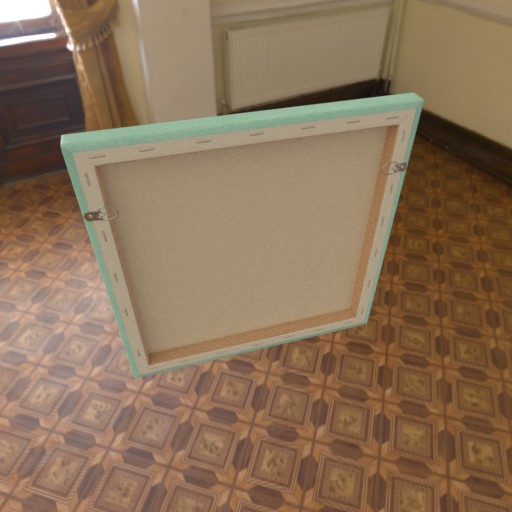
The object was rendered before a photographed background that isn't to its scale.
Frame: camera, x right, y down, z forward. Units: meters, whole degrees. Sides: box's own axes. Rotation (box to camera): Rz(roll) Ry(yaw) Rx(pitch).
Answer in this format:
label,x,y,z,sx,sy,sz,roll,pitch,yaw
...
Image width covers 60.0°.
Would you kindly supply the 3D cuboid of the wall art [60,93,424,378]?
label,x,y,z,sx,sy,sz,roll,pitch,yaw
wall art,0.000,0.000,1.631,1.071,1.073,0.070,-11,43,-12
